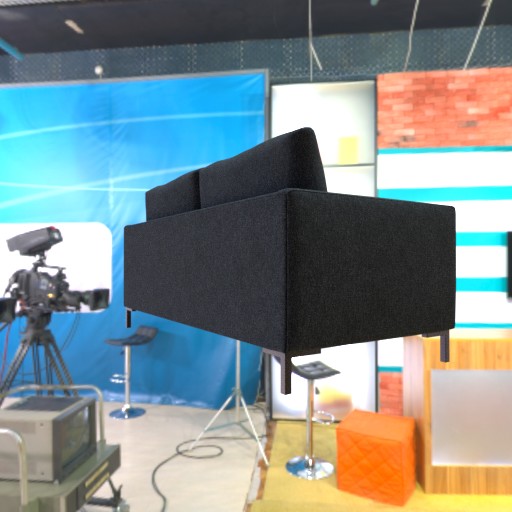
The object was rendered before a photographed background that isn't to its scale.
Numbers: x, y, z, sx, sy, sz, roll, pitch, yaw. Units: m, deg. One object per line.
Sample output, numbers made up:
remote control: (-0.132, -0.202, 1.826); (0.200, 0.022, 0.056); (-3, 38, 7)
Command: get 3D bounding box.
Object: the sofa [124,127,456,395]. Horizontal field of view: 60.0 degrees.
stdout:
sofa: (0.000, 0.000, 2.253); (0.866, 0.862, 1.716); (0, -1, -33)
